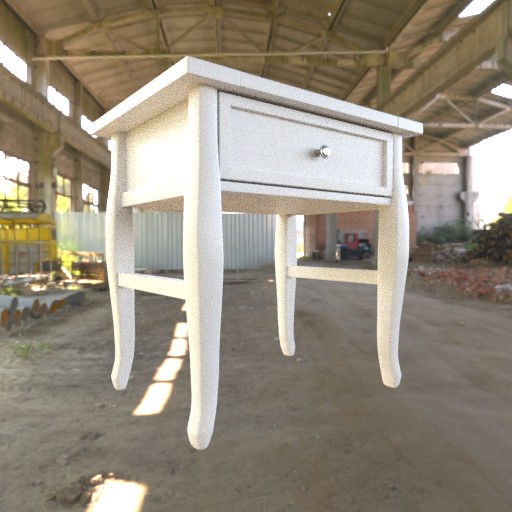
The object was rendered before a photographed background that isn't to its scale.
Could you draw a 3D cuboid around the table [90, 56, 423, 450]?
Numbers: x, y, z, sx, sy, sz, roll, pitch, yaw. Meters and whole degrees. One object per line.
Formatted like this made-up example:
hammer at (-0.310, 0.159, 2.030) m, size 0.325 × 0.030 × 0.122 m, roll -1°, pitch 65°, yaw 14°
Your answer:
table at (0.000, 0.000, 1.014) m, size 0.599 × 0.605 × 0.463 m, roll -1°, pitch 2°, yaw -37°
